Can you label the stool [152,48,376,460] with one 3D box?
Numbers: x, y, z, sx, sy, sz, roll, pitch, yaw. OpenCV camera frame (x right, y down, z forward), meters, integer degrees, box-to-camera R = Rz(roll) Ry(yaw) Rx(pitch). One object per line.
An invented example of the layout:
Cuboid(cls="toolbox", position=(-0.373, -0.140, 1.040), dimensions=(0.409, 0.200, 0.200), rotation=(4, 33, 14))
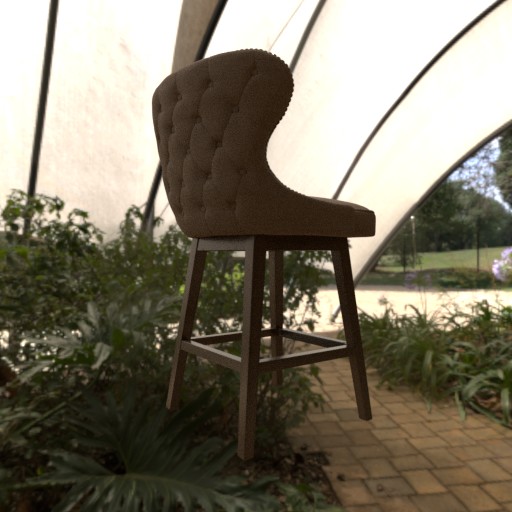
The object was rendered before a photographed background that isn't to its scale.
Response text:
Cuboid(cls="stool", position=(0.000, 0.000, 1.346), dimensions=(0.597, 0.972, 0.615), rotation=(0, 0, -36))
